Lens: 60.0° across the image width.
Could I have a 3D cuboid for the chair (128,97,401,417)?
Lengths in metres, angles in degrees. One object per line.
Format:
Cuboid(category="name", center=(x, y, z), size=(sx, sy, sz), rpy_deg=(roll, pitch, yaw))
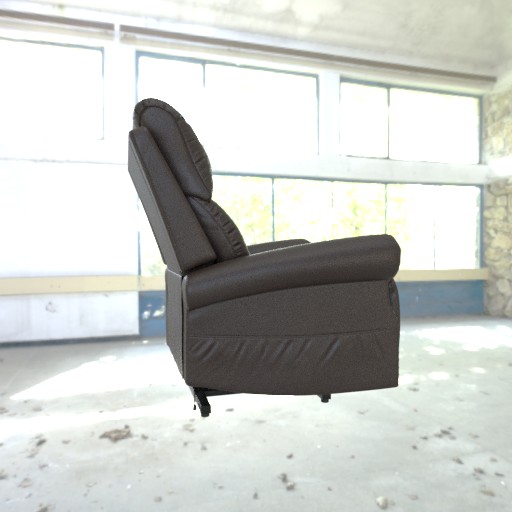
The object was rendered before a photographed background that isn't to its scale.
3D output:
Cuboid(category="chair", center=(0.000, 0.000, 1.770), size=(0.978, 1.028, 0.869), rpy_deg=(0, 1, -16))
